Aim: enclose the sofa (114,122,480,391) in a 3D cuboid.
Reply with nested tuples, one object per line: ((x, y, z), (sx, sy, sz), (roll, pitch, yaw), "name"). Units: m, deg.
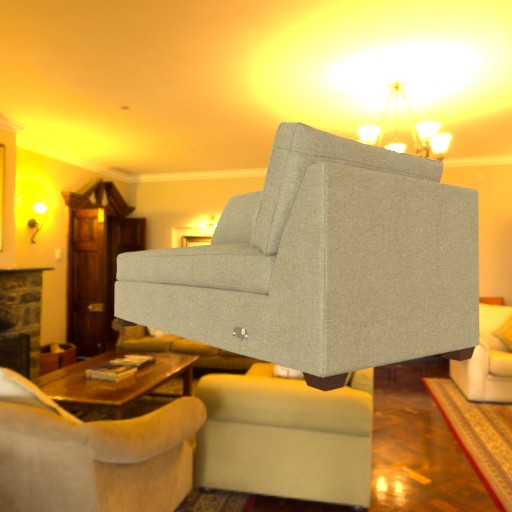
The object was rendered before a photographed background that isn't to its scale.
((0.000, 0.000, 2.743), (1.110, 1.019, 2.238), (1, -1, -36), "sofa")
